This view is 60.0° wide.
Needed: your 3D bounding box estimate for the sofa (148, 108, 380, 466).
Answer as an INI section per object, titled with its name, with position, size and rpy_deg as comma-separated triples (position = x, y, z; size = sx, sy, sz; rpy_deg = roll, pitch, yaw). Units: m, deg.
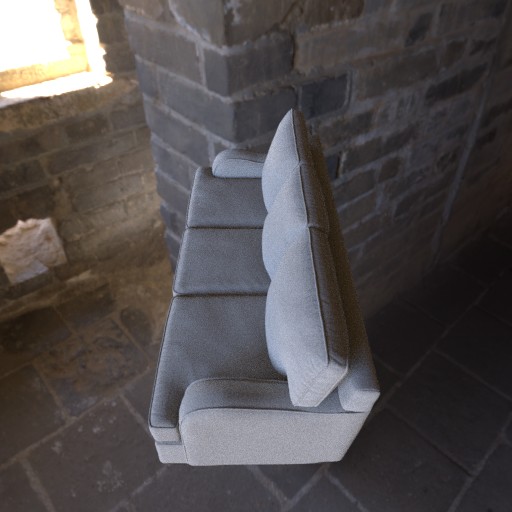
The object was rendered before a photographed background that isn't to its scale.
[sofa]
position = 0.000, 0.000, 2.830
size = 1.016, 0.997, 2.323
rpy_deg = 0, 42, 0
